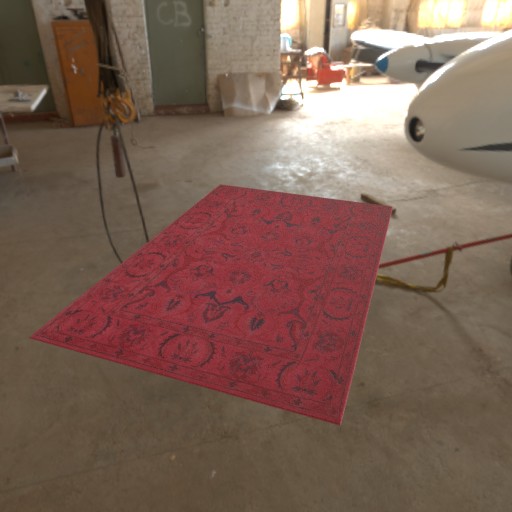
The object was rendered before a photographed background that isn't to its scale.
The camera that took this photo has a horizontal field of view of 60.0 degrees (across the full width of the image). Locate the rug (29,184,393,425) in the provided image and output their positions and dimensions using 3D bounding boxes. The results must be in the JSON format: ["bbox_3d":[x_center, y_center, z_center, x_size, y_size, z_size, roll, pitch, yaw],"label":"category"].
[{"bbox_3d":[0.000,0.000,2.276,1.209,0.008,1.814,10,31,17],"label":"rug"}]
